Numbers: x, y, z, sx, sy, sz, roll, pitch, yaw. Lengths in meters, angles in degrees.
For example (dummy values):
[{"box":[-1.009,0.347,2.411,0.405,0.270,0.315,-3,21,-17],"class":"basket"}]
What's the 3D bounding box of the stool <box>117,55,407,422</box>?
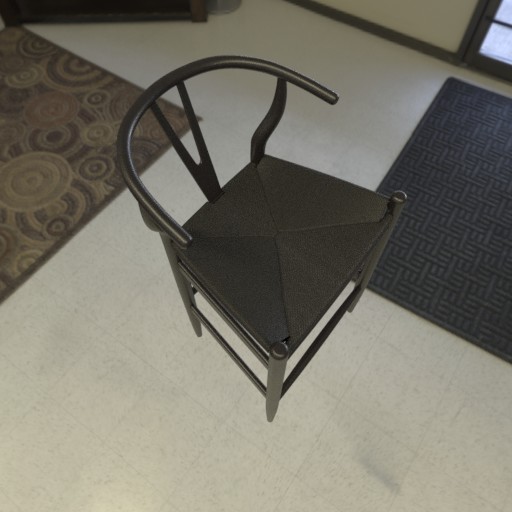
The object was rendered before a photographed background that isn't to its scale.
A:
[{"box":[0.000,0.000,1.328,0.579,0.970,0.569,34,64,19],"class":"stool"}]
